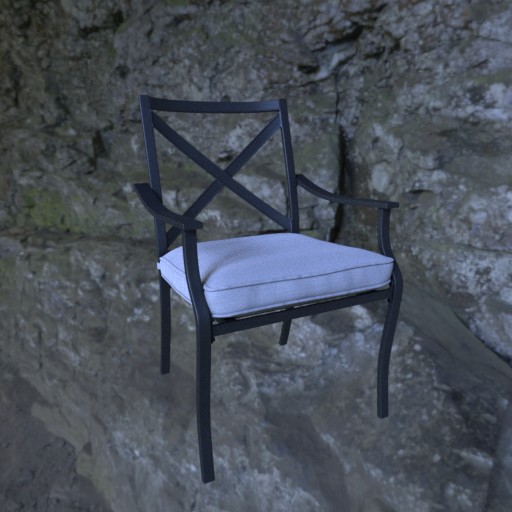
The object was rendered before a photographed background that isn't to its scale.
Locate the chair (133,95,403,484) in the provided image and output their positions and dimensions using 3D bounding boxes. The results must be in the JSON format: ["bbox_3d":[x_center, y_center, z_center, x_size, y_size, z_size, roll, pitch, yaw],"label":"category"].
[{"bbox_3d":[0.000,0.000,1.276,0.575,0.889,0.620,-8,18,-25],"label":"chair"}]
